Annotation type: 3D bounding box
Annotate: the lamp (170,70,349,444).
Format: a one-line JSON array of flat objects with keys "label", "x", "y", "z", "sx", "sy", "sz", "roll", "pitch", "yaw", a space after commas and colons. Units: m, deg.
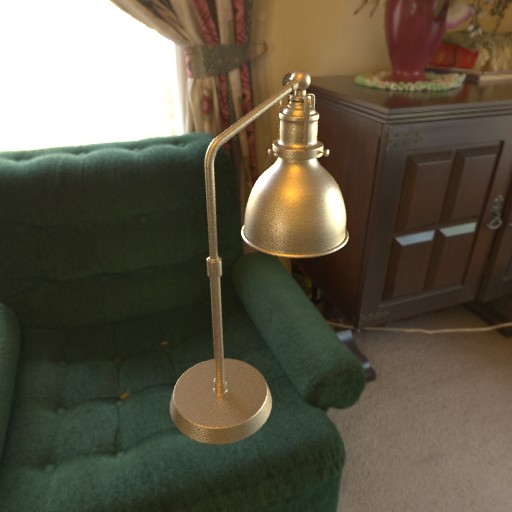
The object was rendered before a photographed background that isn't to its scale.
[{"label": "lamp", "x": 0.000, "y": 0.000, "z": 0.597, "sx": 0.286, "sy": 0.456, "sz": 0.153, "roll": -20, "pitch": 34, "yaw": -33}]
